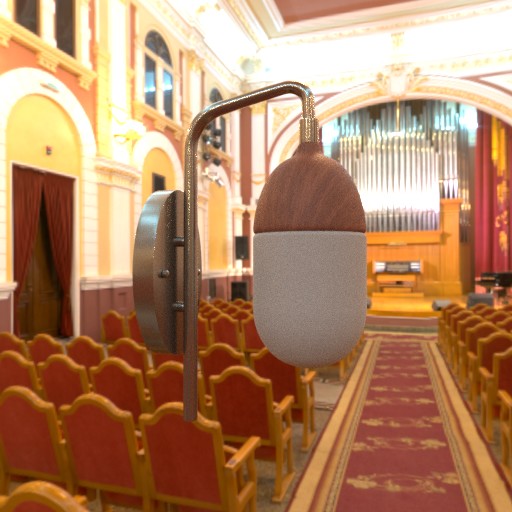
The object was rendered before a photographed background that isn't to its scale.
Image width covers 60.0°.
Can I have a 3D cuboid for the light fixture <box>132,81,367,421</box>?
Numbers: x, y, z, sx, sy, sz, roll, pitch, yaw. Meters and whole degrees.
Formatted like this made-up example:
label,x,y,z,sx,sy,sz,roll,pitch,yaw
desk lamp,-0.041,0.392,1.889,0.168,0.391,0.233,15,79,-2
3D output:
label,x,y,z,sx,sy,sz,roll,pitch,yaw
light fixture,0.000,0.000,0.445,0.216,0.343,0.108,0,0,18
